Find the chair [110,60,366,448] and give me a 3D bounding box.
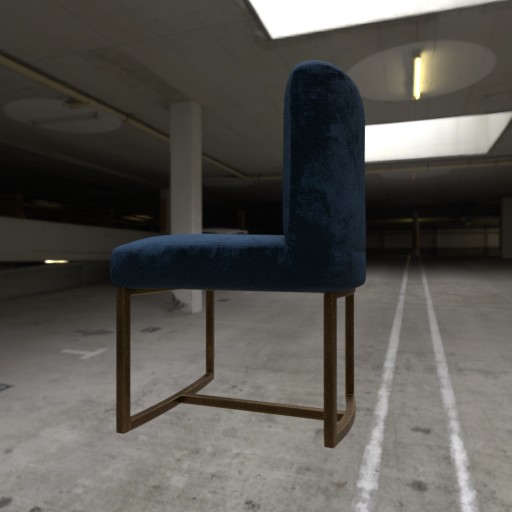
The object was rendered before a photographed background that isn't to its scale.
[{"bbox_3d":[0.000,0.000,1.180,0.560,0.824,0.530,0,0,19],"label":"chair"}]
